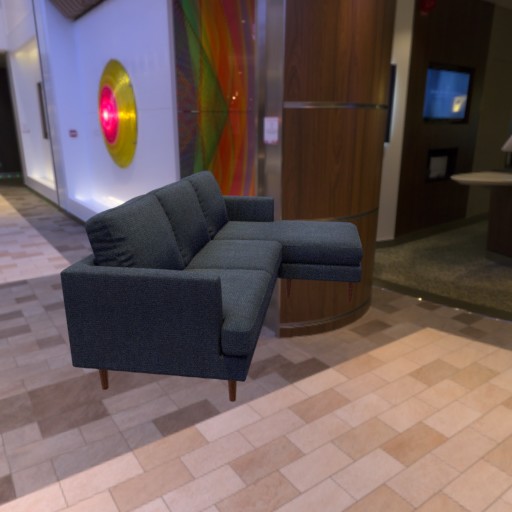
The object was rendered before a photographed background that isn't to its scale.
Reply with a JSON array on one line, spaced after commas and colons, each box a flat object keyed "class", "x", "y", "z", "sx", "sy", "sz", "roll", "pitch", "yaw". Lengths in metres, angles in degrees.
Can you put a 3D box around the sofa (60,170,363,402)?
[{"class": "sofa", "x": 0.000, "y": 0.000, "z": 3.039, "sx": 1.504, "sy": 0.956, "sz": 2.233, "roll": 3, "pitch": 17, "yaw": 8}]
